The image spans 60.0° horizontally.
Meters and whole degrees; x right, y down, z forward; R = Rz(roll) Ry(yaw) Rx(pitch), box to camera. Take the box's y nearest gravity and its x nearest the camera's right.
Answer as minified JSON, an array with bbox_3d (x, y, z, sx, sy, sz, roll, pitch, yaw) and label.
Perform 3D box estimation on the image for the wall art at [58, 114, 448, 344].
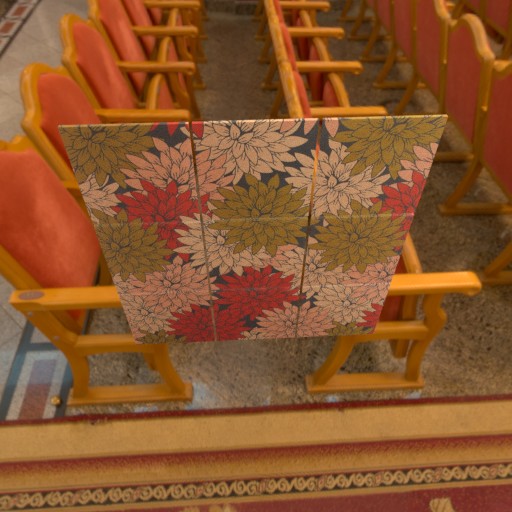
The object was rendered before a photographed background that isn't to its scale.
[{"bbox_3d":[0.000,0.000,1.814,1.206,1.218,0.013,-2,47,-2],"label":"wall art"}]
